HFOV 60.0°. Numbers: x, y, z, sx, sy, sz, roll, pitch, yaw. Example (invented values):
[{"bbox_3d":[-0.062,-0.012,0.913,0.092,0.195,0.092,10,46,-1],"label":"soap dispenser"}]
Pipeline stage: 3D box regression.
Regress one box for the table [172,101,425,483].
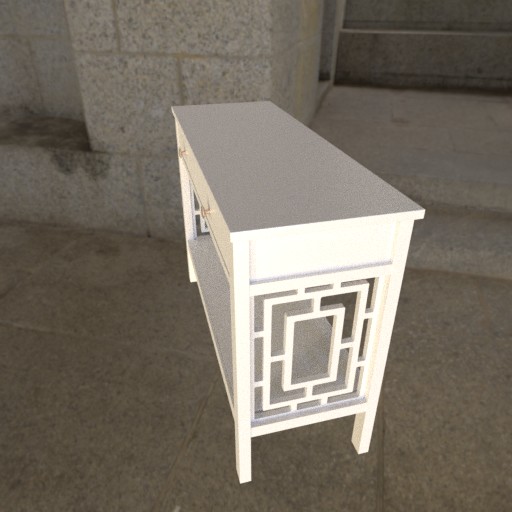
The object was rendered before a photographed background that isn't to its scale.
[{"bbox_3d":[0.000,0.000,1.448,0.397,0.753,1.068,-8,31,-13],"label":"table"}]
